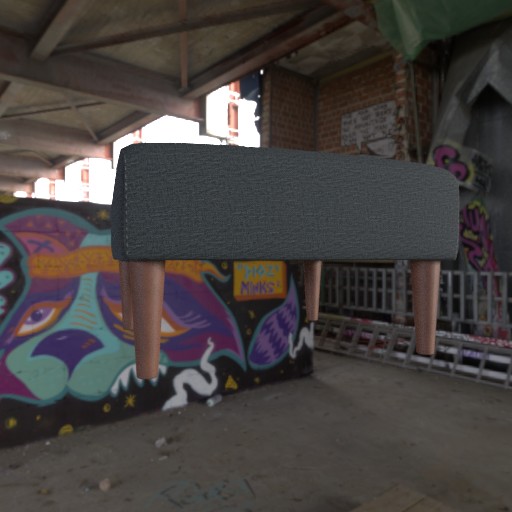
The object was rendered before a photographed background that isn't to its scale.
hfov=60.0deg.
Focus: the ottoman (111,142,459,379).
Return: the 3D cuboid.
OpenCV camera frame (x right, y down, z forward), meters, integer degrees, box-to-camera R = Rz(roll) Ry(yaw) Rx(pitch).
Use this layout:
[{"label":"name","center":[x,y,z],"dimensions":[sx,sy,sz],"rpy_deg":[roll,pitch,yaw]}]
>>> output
[{"label":"ottoman","center":[0.000,0.000,1.057],"dimensions":[0.650,0.398,0.649],"rpy_deg":[0,0,-19]}]
